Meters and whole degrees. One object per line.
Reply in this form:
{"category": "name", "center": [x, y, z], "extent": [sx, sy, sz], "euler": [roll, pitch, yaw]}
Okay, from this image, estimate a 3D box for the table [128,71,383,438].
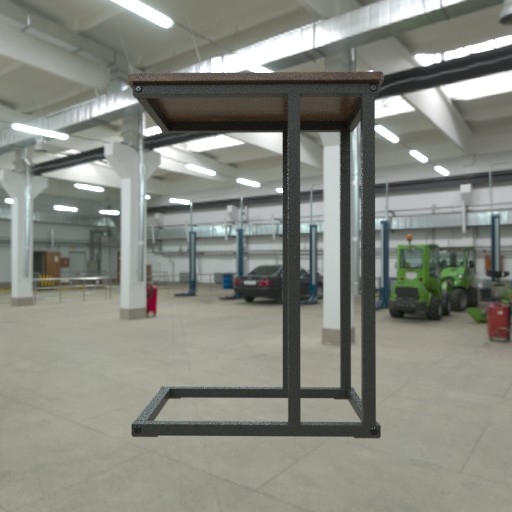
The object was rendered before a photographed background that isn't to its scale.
{"category": "table", "center": [0.000, 0.000, 0.894], "extent": [0.450, 0.637, 0.254], "euler": [0, -1, 1]}
